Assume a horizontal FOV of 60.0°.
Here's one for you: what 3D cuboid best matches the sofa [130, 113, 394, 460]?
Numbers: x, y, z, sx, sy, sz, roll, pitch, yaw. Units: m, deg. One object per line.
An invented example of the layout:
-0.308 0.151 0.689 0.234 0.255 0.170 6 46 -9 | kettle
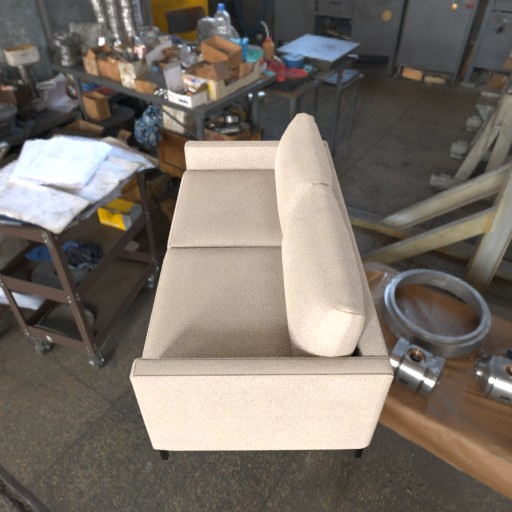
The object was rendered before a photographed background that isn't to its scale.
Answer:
0.000 0.000 2.160 0.875 0.840 1.682 0 41 0 | sofa
